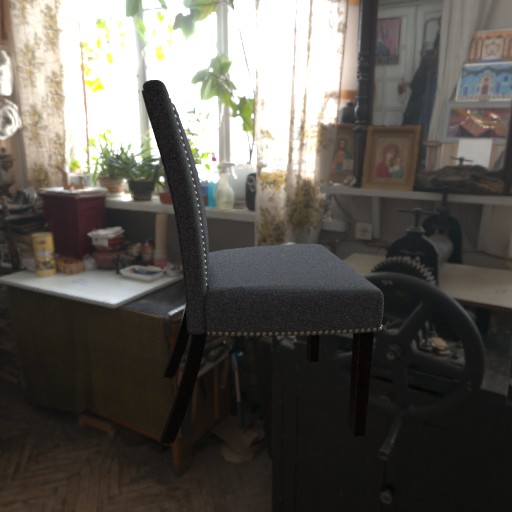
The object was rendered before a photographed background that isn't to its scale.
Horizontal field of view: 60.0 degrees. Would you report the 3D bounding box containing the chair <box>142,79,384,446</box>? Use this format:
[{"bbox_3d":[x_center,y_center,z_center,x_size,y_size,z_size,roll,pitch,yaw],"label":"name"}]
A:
[{"bbox_3d":[0.000,0.000,1.297,0.589,0.946,0.518,-3,16,-9],"label":"chair"}]
